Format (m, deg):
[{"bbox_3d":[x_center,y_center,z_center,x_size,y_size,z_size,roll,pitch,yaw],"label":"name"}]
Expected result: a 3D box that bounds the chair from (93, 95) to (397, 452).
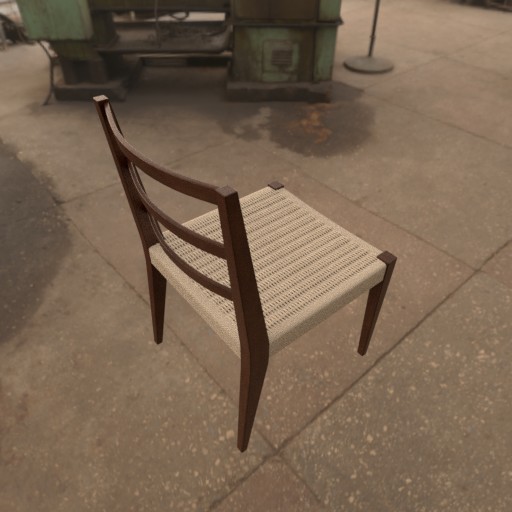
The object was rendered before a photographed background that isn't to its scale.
[{"bbox_3d":[0.000,0.000,1.155,0.551,0.813,0.480,-28,48,-28],"label":"chair"}]
